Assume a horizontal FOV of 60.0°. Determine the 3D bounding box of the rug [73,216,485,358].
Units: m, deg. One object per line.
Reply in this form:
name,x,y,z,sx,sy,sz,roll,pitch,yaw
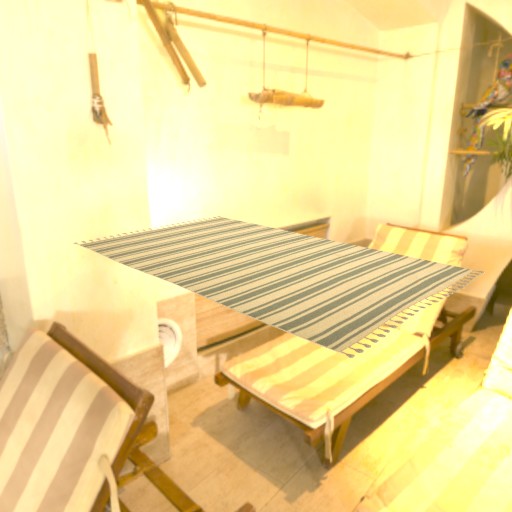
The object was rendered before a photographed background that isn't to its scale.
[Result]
rug,0.000,0.000,2.523,2.084,0.009,1.222,16,22,42
